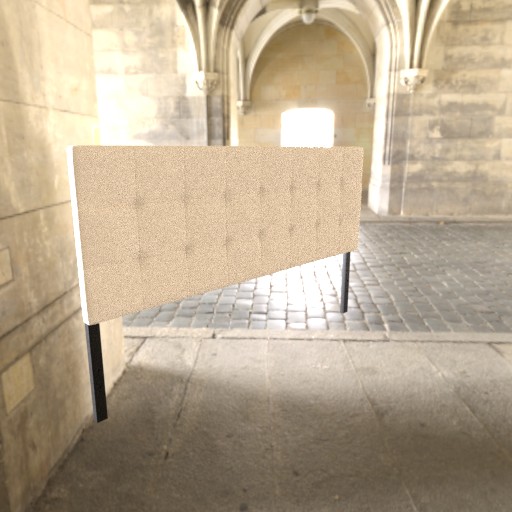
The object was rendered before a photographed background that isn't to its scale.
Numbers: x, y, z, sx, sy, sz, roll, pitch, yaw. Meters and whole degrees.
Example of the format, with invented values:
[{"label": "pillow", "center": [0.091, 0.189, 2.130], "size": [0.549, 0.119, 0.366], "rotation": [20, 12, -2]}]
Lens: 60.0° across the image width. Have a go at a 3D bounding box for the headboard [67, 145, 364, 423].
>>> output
[{"label": "headboard", "center": [0.000, 0.000, 2.930], "size": [2.362, 1.410, 0.120], "rotation": [-13, 19, -43]}]
